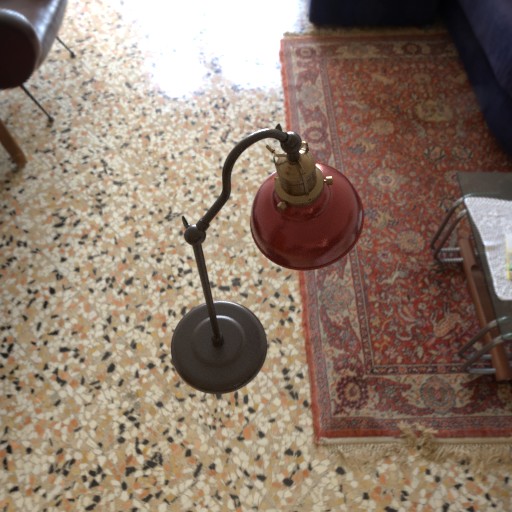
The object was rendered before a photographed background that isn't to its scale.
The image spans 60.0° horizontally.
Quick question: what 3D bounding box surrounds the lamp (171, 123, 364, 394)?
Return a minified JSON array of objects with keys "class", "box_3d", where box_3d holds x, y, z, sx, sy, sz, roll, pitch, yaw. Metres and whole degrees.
[{"class":"lamp","box_3d":[0.000,0.000,0.697,0.374,0.508,0.192,-32,64,-18]}]
